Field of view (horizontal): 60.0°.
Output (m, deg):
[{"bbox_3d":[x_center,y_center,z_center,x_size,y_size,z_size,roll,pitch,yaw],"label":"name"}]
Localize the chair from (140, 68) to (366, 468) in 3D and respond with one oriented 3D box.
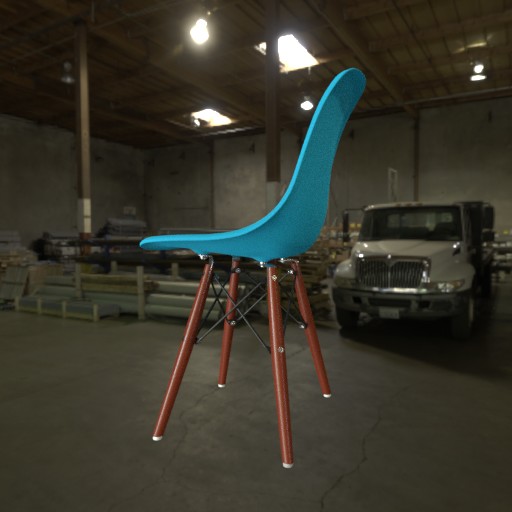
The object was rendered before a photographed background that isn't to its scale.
[{"bbox_3d":[0.000,0.000,1.122,0.533,0.826,0.470,1,2,18],"label":"chair"}]
